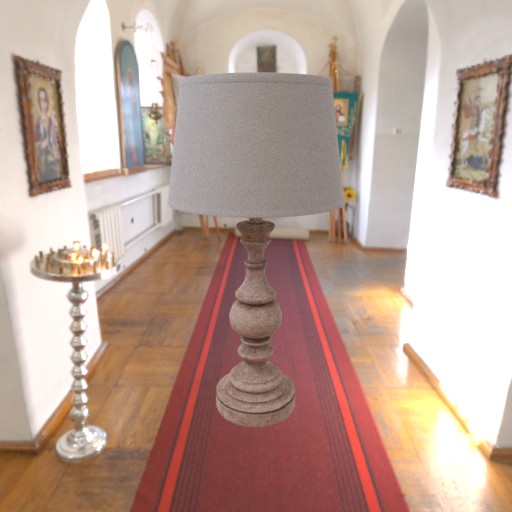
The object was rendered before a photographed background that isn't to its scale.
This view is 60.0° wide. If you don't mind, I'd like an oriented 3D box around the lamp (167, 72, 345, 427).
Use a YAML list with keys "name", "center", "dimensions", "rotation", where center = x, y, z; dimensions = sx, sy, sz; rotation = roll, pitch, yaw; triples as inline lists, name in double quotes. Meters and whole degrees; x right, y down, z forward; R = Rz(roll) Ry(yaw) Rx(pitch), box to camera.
- name: "lamp"
  center: [0.000, 0.000, 0.892]
  dimensions: [0.340, 0.678, 0.340]
  rotation: [0, 16, 0]
